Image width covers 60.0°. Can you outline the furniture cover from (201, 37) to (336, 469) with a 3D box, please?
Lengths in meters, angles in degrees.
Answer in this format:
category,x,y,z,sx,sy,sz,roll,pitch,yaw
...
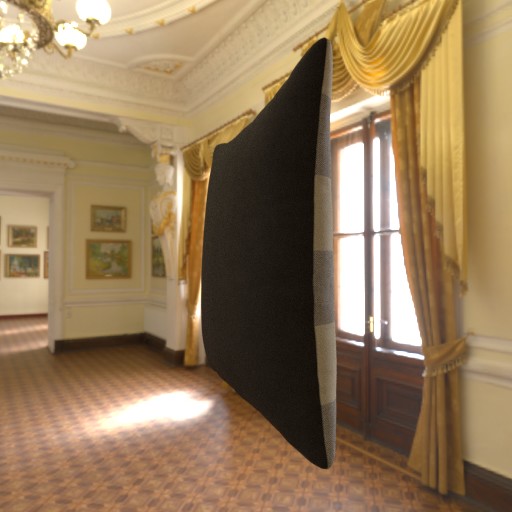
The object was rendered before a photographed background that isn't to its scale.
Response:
category,x,y,z,sx,sy,sz,roll,pitch,yaw
furniture cover,0.000,0.000,0.757,0.161,0.509,0.511,0,-1,-19
